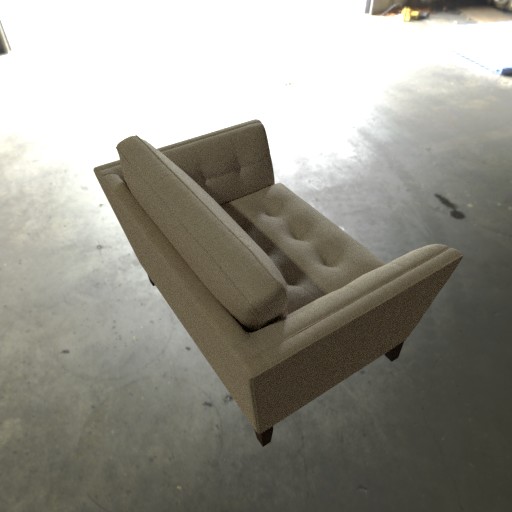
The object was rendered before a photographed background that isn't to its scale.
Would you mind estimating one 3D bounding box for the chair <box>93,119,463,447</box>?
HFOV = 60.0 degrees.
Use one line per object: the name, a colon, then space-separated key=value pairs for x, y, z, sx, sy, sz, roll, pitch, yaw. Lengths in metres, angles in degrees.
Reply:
chair: x=0.000 y=0.000 z=2.090 sx=0.965 sy=0.940 sz=1.397 roll=-24 pitch=47 yaw=-24
